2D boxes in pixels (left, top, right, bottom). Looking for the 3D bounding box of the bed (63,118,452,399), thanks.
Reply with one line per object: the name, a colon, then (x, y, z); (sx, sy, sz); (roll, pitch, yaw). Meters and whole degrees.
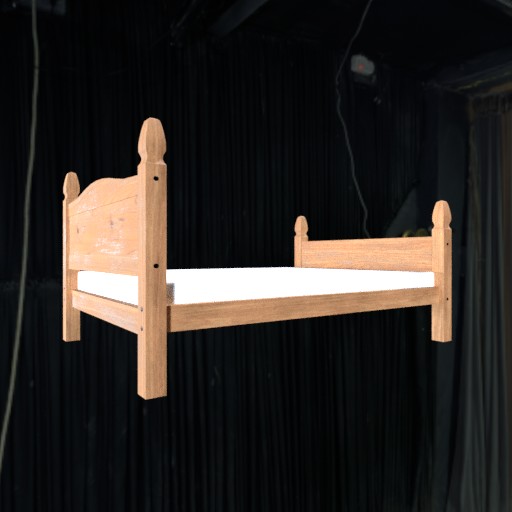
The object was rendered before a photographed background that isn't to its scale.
bed: (0.000, 0.000, 2.901); (2.069, 1.100, 1.490); (0, 0, -35)
